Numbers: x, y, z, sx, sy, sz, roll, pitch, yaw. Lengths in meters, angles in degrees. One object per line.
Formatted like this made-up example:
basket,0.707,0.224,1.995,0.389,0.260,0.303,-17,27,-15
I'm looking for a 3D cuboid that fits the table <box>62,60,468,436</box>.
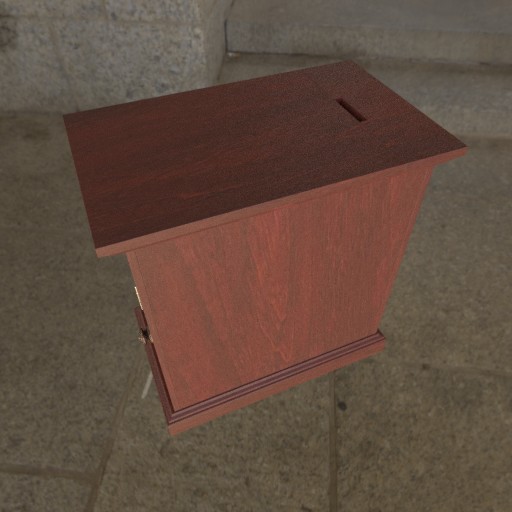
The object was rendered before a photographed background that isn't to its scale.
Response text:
table,0.000,0.000,0.962,0.584,0.612,0.356,-17,49,-16
